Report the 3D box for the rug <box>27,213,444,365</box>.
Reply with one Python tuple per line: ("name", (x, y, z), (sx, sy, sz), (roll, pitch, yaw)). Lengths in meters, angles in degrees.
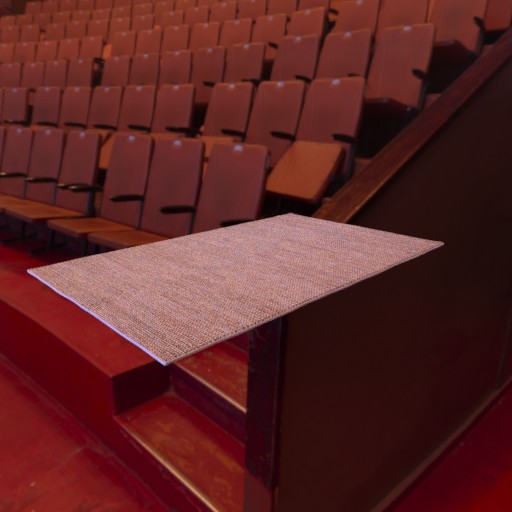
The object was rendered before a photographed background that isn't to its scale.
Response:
("rug", (0.000, 0.000, 3.004), (2.438, 0.034, 1.521), (-16, 23, -42))
